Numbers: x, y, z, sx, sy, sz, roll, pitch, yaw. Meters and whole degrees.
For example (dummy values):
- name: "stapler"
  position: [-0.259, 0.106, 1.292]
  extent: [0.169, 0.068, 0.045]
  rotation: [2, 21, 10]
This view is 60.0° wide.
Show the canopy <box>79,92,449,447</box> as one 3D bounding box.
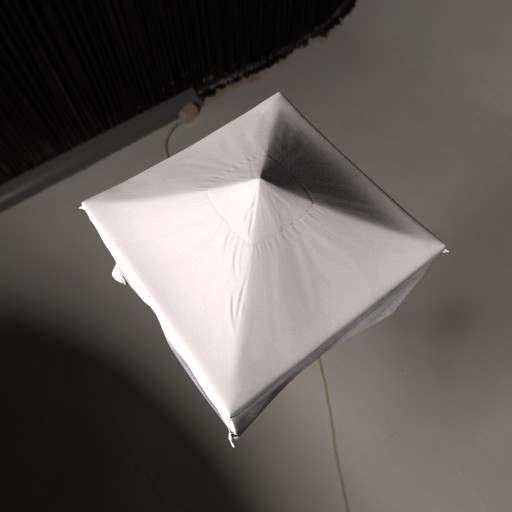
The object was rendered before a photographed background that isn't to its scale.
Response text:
- name: "canopy"
  position: [0.000, 0.000, 5.498]
  extent: [3.121, 2.997, 3.043]
  rotation: [-34, 68, -16]
